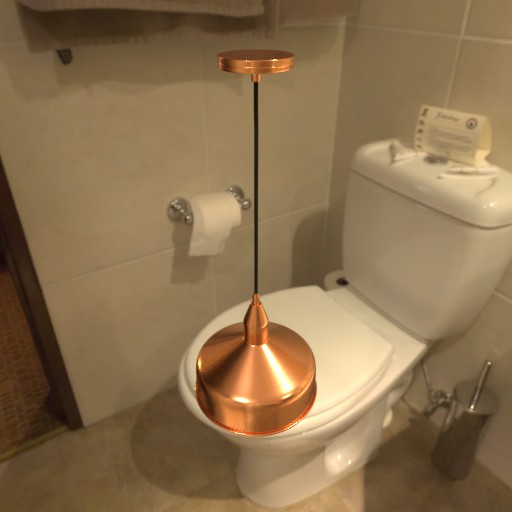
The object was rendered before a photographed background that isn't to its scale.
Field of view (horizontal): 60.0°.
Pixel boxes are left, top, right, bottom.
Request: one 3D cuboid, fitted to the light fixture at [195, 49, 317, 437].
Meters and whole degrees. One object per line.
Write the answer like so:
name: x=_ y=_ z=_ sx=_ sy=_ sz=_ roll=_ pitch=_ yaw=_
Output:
light fixture: x=0.000 y=0.000 z=0.903 sx=0.301 sy=0.754 sz=0.301 roll=11 pitch=34 yaw=17
